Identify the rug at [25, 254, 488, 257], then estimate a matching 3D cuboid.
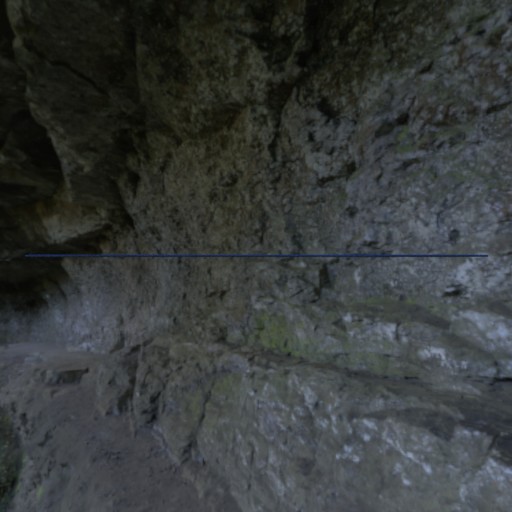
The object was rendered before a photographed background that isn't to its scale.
[{"bbox_3d":[0.000,0.000,2.711,2.448,0.012,0.769,0,0,1],"label":"rug"}]
